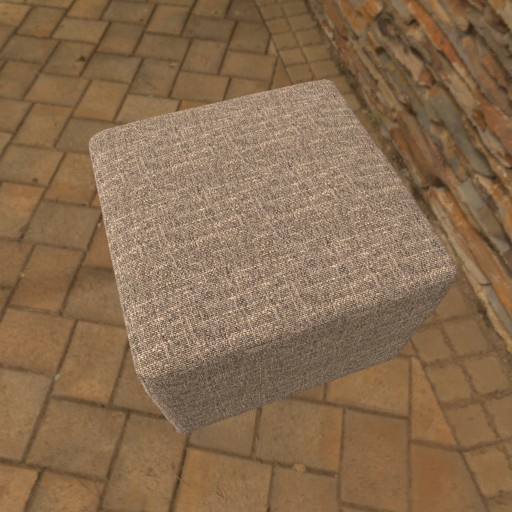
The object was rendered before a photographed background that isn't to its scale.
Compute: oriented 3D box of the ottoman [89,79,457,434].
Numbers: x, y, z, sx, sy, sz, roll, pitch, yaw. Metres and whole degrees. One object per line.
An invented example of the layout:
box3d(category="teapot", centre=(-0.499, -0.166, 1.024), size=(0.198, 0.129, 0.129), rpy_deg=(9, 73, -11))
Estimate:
box3d(category="ottoman", centre=(0.000, 0.000, 0.924), size=(0.521, 0.453, 0.512), rpy_deg=(-17, 60, -10))
